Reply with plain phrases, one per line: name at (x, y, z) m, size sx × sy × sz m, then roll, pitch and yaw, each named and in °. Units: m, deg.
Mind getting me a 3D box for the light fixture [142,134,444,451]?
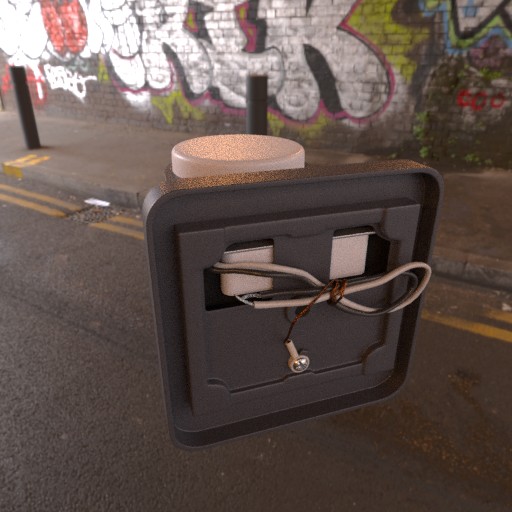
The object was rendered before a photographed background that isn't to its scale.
light fixture at (0.000, 0.000, 0.217) m, size 0.109 × 0.109 × 0.132 m, roll -8°, pitch 27°, yaw -17°
